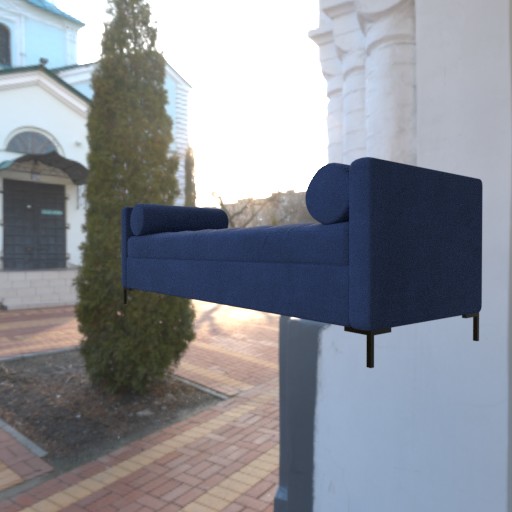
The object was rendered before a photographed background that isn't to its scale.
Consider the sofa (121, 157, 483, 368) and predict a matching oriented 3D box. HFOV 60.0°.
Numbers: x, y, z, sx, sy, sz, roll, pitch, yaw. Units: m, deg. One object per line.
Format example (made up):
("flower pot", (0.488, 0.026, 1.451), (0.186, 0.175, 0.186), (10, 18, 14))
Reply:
("sofa", (0.000, 0.000, 2.277), (0.686, 0.635, 1.981), (-1, 1, -37))
